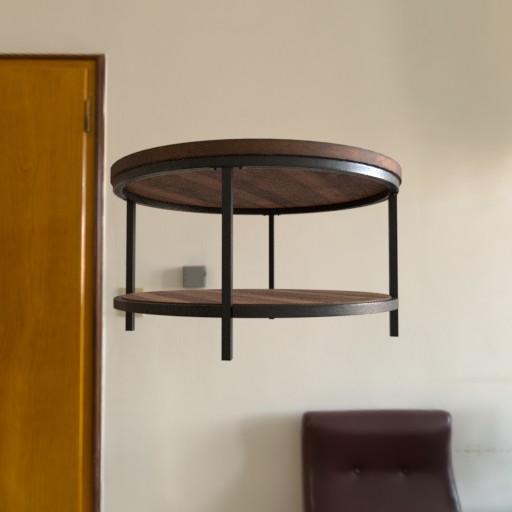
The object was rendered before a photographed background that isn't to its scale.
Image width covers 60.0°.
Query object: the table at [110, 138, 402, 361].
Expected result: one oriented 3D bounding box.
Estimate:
[{"bbox_3d":[0.000,0.000,1.333,0.837,0.462,0.837,0,-2,0],"label":"table"}]
